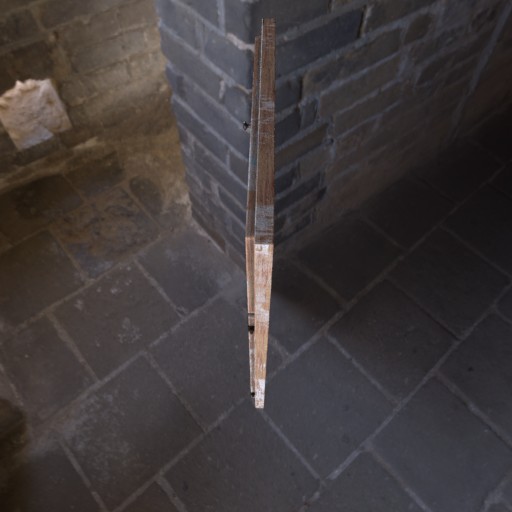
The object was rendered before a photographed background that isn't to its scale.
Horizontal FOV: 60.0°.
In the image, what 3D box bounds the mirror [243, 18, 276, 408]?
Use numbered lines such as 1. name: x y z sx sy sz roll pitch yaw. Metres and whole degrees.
1. mirror: 0.000 0.000 1.486 0.083 1.213 0.707 1 58 1
